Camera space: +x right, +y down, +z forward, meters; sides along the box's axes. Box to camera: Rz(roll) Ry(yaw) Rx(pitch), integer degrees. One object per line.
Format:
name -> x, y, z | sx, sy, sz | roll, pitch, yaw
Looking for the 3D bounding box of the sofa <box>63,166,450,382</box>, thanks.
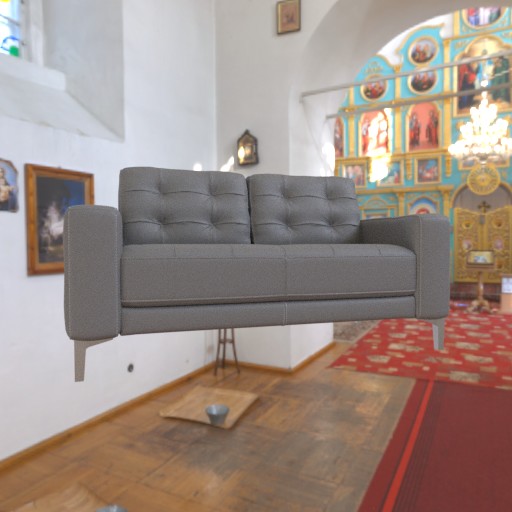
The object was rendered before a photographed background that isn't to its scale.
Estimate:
sofa -> 0.000, 0.000, 2.232 | 1.726, 0.892, 0.833 | 0, 2, -18
